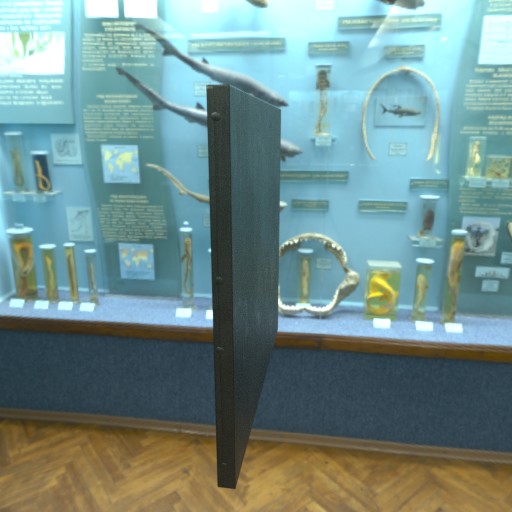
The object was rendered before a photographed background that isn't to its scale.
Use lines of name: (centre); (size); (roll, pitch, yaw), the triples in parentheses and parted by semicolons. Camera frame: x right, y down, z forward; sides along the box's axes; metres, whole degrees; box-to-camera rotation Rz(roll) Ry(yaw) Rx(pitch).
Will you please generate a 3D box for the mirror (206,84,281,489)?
mirror: (0.000, 0.000, 0.576); (0.020, 0.381, 0.382); (2, 16, 9)
